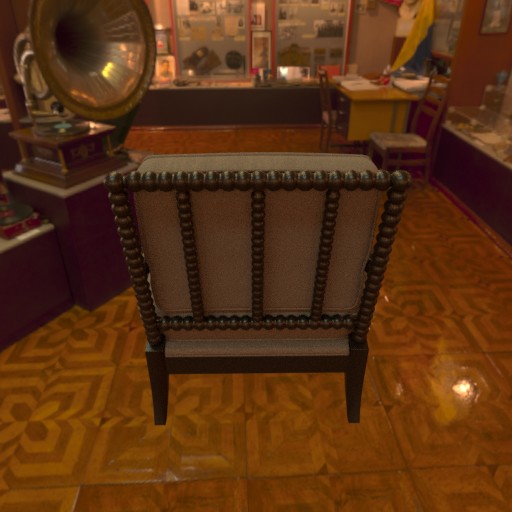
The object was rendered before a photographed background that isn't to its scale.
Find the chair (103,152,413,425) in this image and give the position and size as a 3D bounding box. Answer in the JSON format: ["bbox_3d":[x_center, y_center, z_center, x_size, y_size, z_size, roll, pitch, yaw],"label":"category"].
[{"bbox_3d":[0.000,0.000,1.123,0.540,0.661,0.622,0,30,-1],"label":"chair"}]
